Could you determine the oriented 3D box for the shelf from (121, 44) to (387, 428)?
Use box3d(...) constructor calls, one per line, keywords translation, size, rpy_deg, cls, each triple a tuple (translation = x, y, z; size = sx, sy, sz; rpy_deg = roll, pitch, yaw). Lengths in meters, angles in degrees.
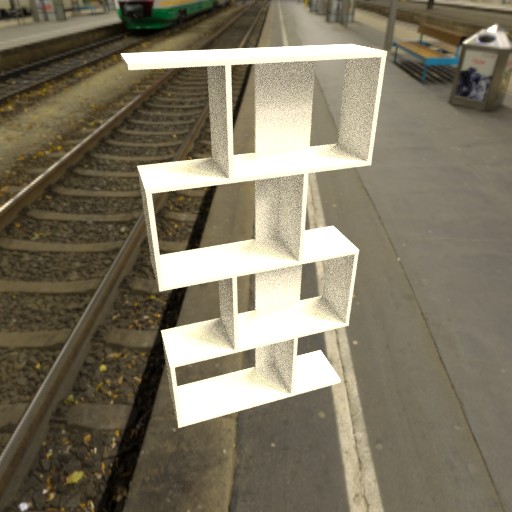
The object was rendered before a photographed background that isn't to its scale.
box3d(translation=(0.000, 0.000, 1.964), size=(0.890, 1.650, 0.250), rpy_deg=(-10, 33, -16), cls="shelf")
